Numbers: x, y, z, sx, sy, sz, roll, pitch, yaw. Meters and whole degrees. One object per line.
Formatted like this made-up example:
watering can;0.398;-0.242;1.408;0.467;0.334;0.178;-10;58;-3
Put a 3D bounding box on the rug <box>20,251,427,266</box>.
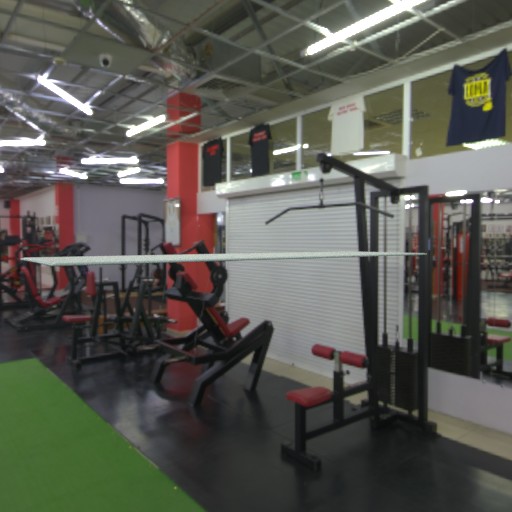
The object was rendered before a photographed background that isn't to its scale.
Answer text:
rug;0.000;0.000;2.413;2.196;0.011;0.662;-1;2;-36
